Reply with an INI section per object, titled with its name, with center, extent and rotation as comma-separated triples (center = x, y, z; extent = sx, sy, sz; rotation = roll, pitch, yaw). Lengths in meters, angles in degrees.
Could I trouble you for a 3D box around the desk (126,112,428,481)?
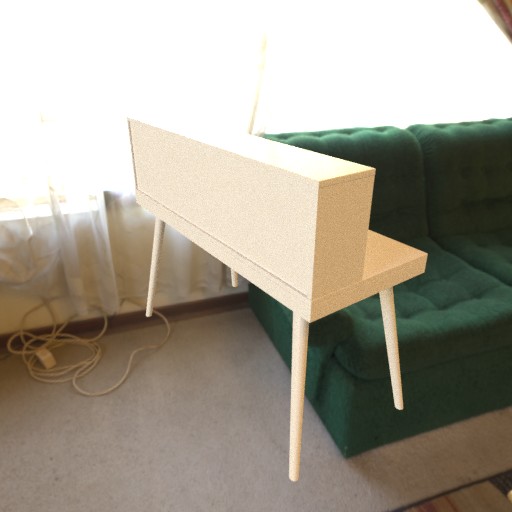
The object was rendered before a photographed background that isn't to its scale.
[desk]
center = 0.000, 0.000, 1.791
extent = 0.559, 0.990, 1.199
rotation = -17, 31, -32
